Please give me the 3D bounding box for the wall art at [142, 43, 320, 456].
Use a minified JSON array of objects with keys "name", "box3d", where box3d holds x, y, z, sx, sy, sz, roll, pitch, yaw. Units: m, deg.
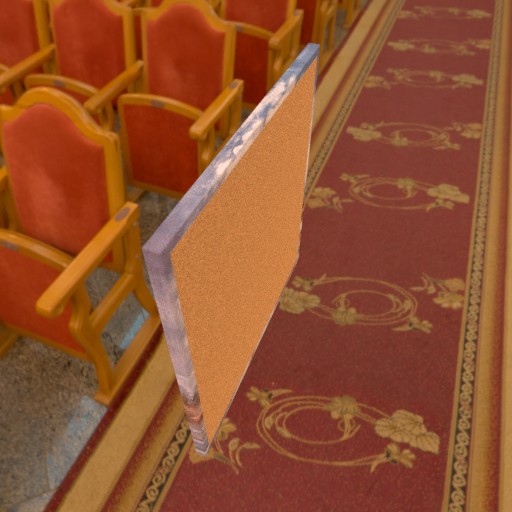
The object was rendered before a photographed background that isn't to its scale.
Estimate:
[{"name":"wall art","box3d":[0.000,0.000,1.488,0.040,1.020,1.010,17,49,15]}]
